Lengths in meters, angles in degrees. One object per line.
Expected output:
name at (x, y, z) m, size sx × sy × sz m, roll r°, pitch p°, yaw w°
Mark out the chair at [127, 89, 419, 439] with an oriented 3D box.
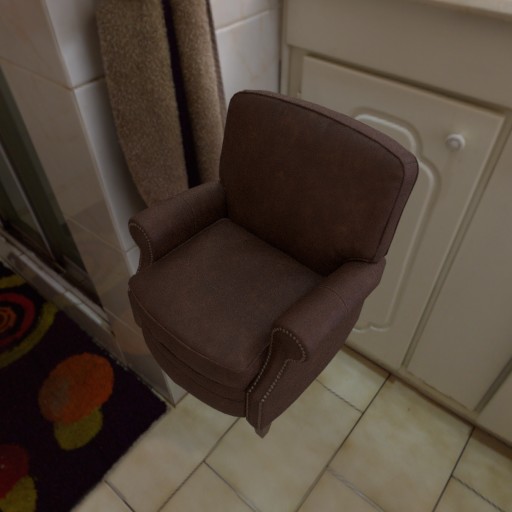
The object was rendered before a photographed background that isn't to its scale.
chair at (0.000, 0.000, 1.790) m, size 0.936 × 1.018 × 0.986 m, roll 32°, pitch 53°, yaw 28°
